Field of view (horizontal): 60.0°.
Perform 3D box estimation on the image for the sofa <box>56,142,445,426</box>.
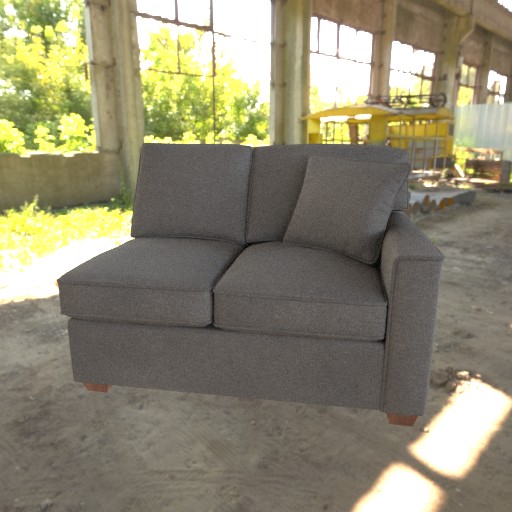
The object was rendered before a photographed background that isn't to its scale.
[{"bbox_3d":[0.000,0.000,1.996,1.388,0.989,0.991,3,15,10],"label":"sofa"}]
